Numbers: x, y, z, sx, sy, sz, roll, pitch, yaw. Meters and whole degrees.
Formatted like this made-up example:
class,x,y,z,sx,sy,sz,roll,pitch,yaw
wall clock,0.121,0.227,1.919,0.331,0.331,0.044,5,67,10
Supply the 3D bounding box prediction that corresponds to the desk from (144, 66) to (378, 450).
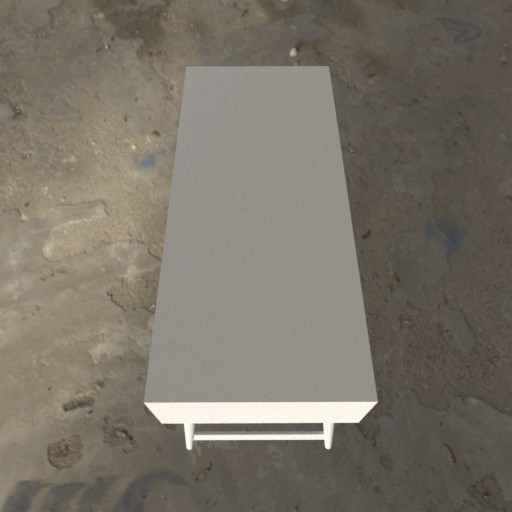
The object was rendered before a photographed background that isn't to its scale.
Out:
class,x,y,z,sx,sy,sz,roll,pitch,yaw
desk,0.000,0.000,1.749,0.589,0.762,1.313,0,58,0
